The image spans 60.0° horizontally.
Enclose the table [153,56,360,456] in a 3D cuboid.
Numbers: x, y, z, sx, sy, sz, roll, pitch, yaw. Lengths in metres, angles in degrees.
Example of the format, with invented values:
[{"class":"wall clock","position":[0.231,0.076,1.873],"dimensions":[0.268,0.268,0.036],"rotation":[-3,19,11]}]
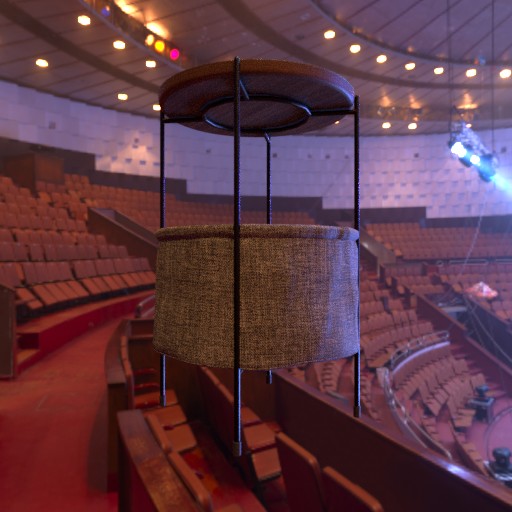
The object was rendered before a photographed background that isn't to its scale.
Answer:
[{"class":"table","position":[0.000,0.000,0.890],"dimensions":[0.400,0.623,0.400],"rotation":[0,0,-36]}]
